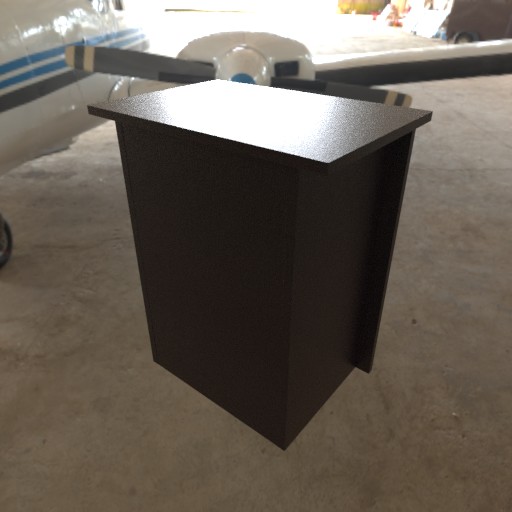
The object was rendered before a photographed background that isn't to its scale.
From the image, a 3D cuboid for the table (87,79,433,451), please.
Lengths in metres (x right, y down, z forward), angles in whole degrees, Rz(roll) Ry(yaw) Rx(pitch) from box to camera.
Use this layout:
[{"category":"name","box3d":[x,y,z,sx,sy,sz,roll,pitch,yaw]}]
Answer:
[{"category":"table","box3d":[0.000,0.000,1.095,0.589,0.711,0.408,22,37,33]}]
